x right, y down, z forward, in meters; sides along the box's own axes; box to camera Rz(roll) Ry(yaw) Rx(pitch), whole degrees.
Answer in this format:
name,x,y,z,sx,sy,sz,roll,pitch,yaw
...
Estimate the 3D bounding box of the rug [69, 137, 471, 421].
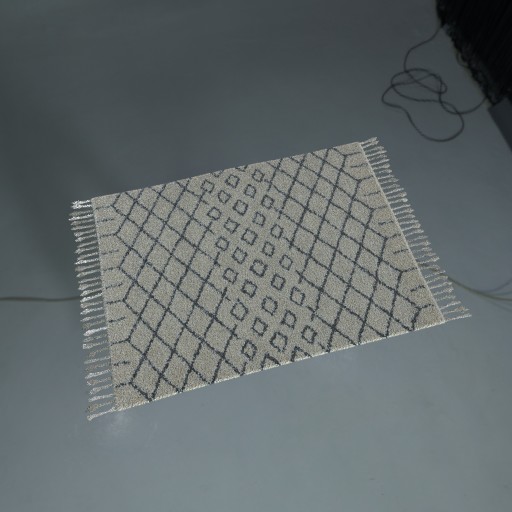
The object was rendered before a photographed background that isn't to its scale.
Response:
name,x,y,z,sx,sy,sz,roll,pitch,yaw
rug,0.000,0.000,3.231,2.615,0.029,1.664,-13,64,-7
